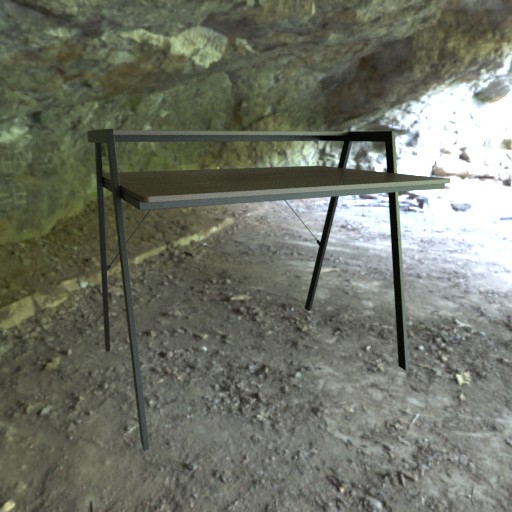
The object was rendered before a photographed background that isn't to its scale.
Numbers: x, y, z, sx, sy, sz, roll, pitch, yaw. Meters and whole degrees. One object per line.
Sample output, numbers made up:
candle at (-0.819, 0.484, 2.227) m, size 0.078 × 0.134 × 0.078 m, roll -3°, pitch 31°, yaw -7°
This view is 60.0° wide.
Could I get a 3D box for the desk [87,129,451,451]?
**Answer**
desk at (0.000, 0.000, 1.832) m, size 1.143 × 0.998 × 0.936 m, roll -7°, pitch 17°, yaw -26°
